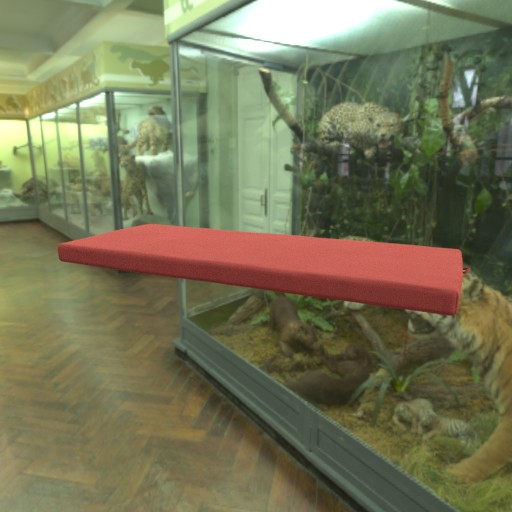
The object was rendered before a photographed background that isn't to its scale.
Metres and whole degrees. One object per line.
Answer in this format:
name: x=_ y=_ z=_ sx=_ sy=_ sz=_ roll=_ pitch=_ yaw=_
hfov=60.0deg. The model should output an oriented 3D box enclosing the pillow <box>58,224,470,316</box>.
pillow: x=0.000 y=0.000 z=1.356 sx=1.187 sy=0.081 sz=0.492 roll=6 pitch=14 yaw=25
